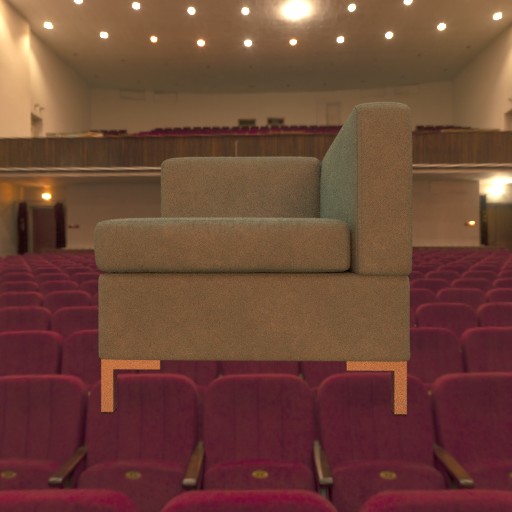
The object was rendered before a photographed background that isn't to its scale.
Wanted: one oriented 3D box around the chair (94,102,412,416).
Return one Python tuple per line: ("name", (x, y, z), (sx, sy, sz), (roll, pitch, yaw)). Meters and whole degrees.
("chair", (0.000, 0.000, 1.227), (0.680, 0.660, 0.680), (0, 0, 1))
